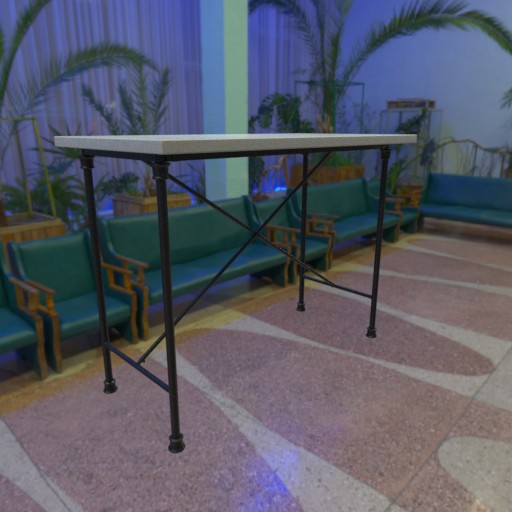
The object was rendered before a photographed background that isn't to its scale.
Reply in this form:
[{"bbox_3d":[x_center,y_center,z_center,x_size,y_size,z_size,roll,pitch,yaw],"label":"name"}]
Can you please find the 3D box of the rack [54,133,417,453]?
[{"bbox_3d":[0.000,0.000,1.676,1.159,0.880,0.613,-15,22,-42],"label":"rack"}]
